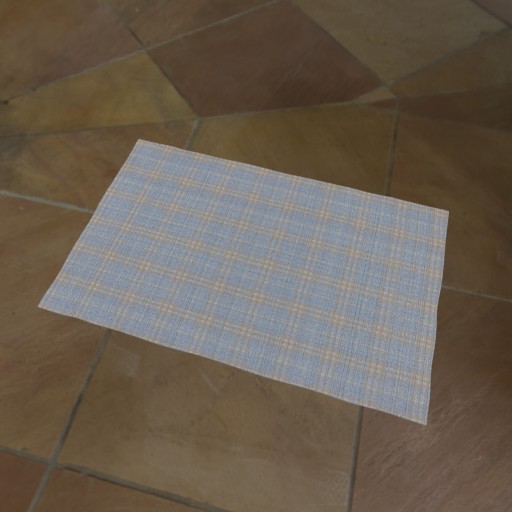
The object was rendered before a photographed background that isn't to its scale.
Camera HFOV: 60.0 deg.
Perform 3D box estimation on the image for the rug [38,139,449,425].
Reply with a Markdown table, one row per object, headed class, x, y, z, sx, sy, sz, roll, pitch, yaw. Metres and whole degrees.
| class | x | y | z | sx | sy | sz | roll | pitch | yaw |
| --- | --- | --- | --- | --- | --- | --- | --- | --- | --- |
| rug | 0.000 | 0.000 | 3.022 | 2.460 | 0.016 | 1.545 | 15 | 61 | 8 |
